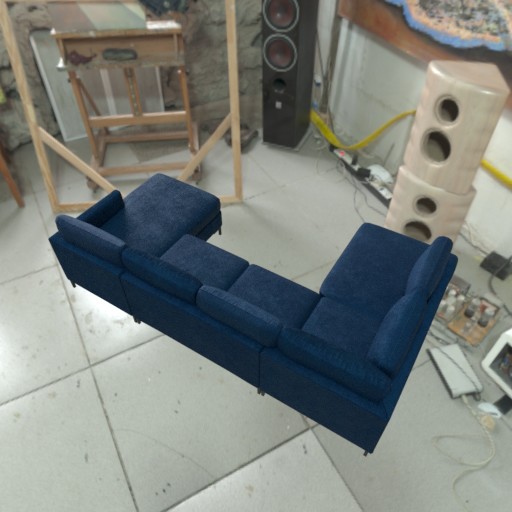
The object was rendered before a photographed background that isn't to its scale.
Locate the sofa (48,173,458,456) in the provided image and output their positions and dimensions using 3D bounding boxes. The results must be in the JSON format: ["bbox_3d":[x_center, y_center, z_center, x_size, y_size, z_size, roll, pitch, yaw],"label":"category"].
[{"bbox_3d":[0.000,0.000,4.363,3.434,0.992,2.055,24,51,21],"label":"sofa"}]
